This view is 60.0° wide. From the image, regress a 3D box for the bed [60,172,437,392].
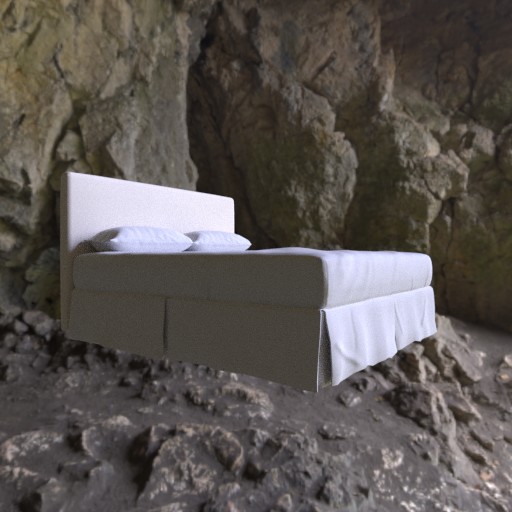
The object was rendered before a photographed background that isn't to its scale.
[{"bbox_3d":[0.000,0.000,3.569,2.341,1.317,2.119,0,0,36],"label":"bed"}]
